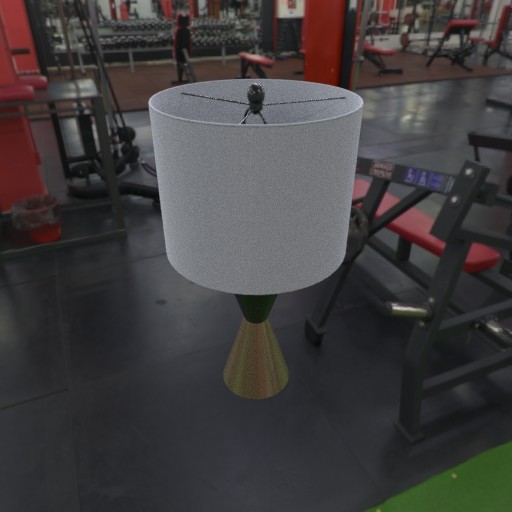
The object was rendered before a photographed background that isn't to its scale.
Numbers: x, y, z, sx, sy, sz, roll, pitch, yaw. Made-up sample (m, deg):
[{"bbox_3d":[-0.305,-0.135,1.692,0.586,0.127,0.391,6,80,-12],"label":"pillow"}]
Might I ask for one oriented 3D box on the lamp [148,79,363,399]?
[{"bbox_3d":[0.000,0.000,0.778,0.304,0.573,0.304,-11,33,-18],"label":"lamp"}]
